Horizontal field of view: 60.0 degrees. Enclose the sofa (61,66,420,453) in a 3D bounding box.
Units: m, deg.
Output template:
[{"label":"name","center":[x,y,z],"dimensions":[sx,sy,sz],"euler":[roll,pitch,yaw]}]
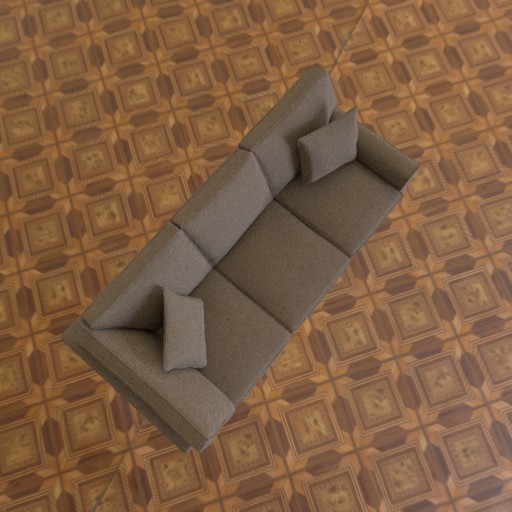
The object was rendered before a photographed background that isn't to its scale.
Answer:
[{"label":"sofa","center":[0.000,0.000,2.955],"dimensions":[1.061,0.962,2.317],"euler":[39,78,10]}]
